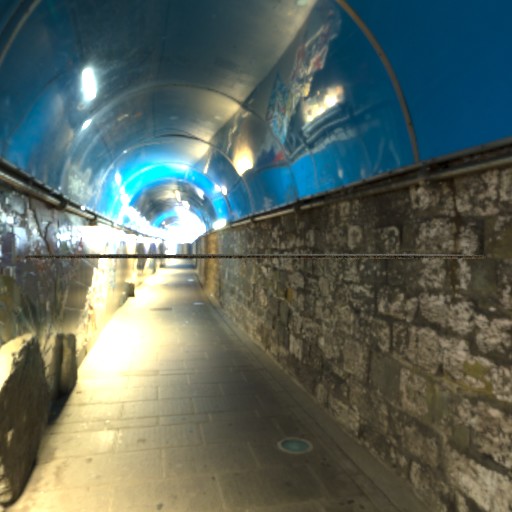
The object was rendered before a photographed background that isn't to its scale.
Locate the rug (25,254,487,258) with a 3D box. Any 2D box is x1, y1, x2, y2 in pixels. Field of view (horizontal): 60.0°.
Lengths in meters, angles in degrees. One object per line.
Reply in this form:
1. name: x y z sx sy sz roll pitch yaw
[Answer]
1. rug: 0.000 0.000 2.533 2.292 0.015 0.688 0 1 0
